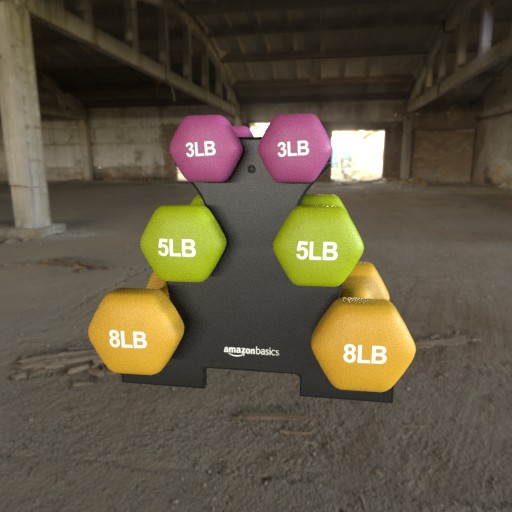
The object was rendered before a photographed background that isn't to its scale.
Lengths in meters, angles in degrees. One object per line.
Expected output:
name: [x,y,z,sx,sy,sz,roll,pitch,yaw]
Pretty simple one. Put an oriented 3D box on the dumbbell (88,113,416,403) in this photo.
dumbbell: [0.000,0.000,0.464,0.300,0.271,0.190,2,12,8]
